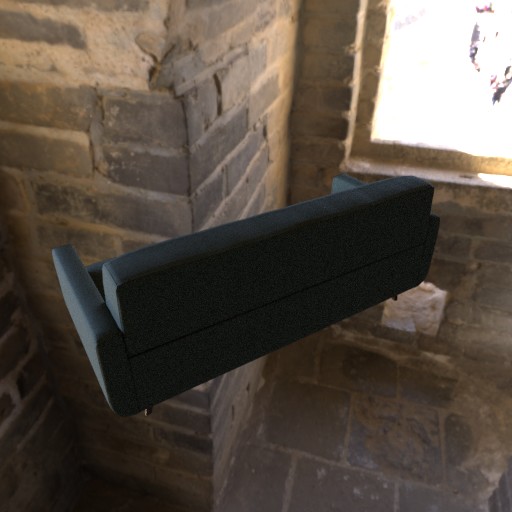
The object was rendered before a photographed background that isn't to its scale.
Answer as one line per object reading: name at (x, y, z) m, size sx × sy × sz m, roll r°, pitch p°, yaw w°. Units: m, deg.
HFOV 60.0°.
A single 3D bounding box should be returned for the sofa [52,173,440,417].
sofa at (0.000, 0.000, 2.560) m, size 2.029 × 0.841 × 0.909 m, roll -18°, pitch 36°, yaw -27°
